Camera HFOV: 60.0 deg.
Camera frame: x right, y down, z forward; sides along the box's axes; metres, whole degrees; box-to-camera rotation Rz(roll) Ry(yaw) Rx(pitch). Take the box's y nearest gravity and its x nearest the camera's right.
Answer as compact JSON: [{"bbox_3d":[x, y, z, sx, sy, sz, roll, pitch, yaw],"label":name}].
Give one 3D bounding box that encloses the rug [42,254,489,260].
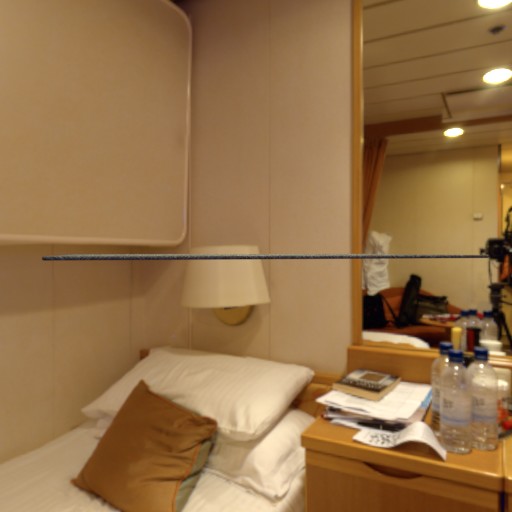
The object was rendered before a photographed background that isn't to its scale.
[{"bbox_3d":[0.000,0.000,2.877,2.330,0.017,1.478,0,1,-18],"label":"rug"}]
